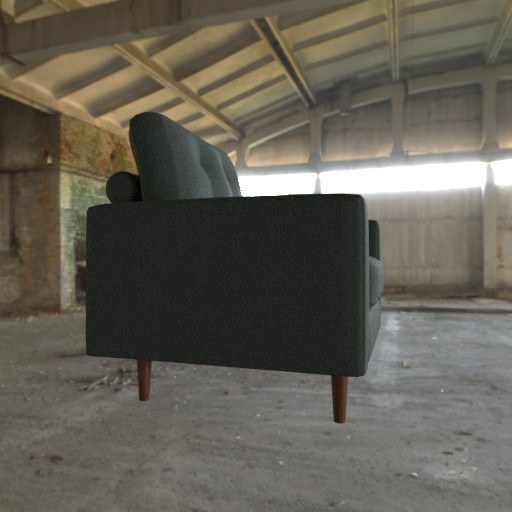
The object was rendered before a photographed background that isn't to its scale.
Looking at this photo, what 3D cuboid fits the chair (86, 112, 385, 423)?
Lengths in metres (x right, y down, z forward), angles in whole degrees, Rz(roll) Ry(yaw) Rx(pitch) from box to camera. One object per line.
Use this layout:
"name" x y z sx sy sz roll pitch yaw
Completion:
"chair" 0.000 0.000 1.528 0.843 0.880 0.821 0 -1 18
